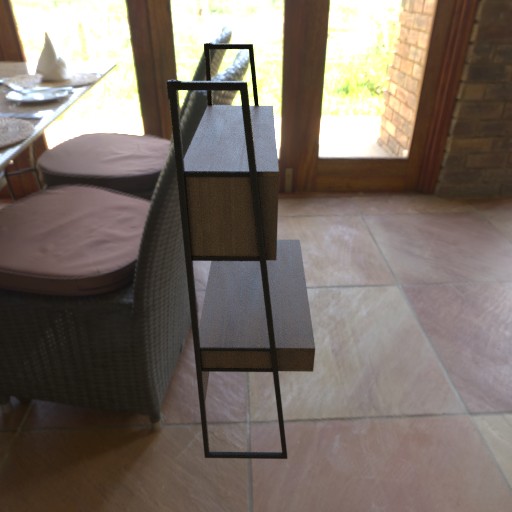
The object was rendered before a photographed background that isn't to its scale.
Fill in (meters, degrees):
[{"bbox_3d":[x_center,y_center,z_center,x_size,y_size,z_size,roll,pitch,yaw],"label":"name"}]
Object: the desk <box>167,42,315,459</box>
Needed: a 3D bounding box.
[{"bbox_3d":[0.000,0.000,2.190,0.515,1.809,0.982,0,32,1],"label":"desk"}]
